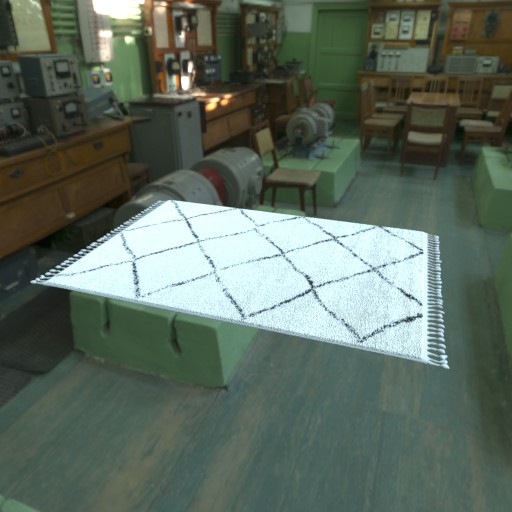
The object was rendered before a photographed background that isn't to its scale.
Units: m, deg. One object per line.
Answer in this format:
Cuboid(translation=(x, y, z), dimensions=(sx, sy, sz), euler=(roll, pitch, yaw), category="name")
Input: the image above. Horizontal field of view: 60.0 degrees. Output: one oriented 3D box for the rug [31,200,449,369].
Cuboid(translation=(0.000, 0.000, 2.908), dimensions=(2.307, 0.031, 1.494), euler=(9, 28, 17), category="rug")
